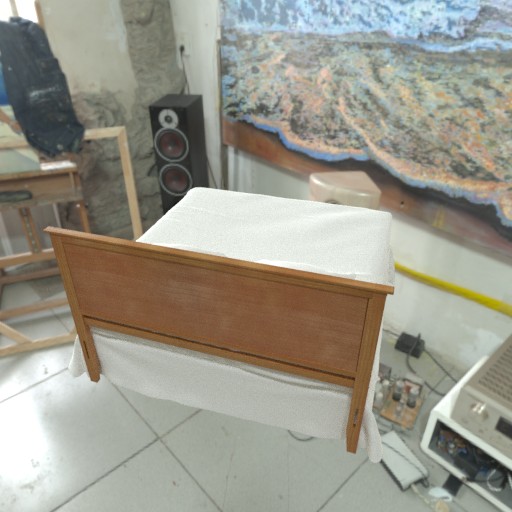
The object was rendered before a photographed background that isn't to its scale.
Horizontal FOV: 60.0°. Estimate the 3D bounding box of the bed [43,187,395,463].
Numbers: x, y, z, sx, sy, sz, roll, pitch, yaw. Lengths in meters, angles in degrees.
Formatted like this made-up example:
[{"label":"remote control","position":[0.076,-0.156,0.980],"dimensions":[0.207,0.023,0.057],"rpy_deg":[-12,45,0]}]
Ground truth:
[{"label":"bed","position":[0.000,0.000,3.560],"dimensions":[2.317,1.270,2.215],"rpy_deg":[10,33,15]}]
